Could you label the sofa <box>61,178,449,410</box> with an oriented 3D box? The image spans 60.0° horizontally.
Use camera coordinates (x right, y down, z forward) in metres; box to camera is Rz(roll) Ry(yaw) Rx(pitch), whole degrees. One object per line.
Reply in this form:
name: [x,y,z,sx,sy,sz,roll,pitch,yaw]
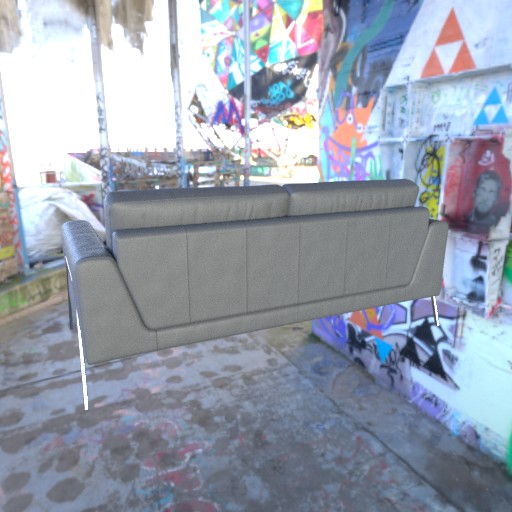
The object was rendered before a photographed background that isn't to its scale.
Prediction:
sofa: [0.000,0.000,2.552,2.017,0.875,0.953,-7,16,-25]
